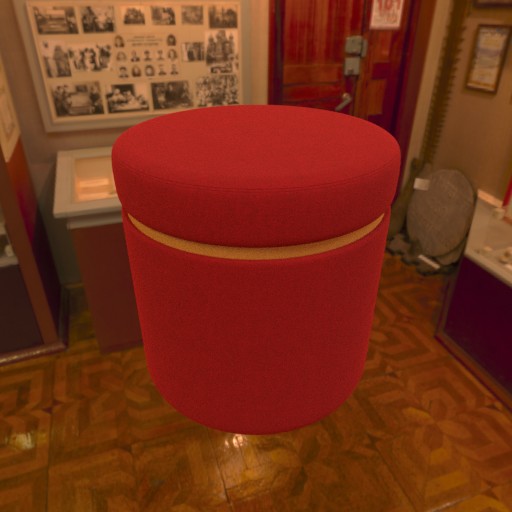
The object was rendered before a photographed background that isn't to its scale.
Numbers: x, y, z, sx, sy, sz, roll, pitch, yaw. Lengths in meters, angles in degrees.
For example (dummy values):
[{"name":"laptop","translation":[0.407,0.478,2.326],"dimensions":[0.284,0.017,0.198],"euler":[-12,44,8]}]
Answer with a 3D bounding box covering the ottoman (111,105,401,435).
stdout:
[{"name":"ottoman","translation":[0.000,0.000,0.726],"dimensions":[0.400,0.406,0.400],"euler":[0,31,0]}]
